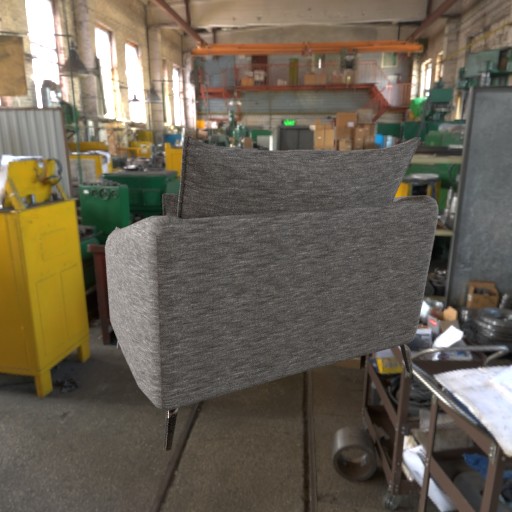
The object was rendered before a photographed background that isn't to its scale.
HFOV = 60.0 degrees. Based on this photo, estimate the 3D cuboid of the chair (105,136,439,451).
[{"bbox_3d":[0.000,0.000,1.621,1.004,0.842,0.805,-8,17,-26],"label":"chair"}]
